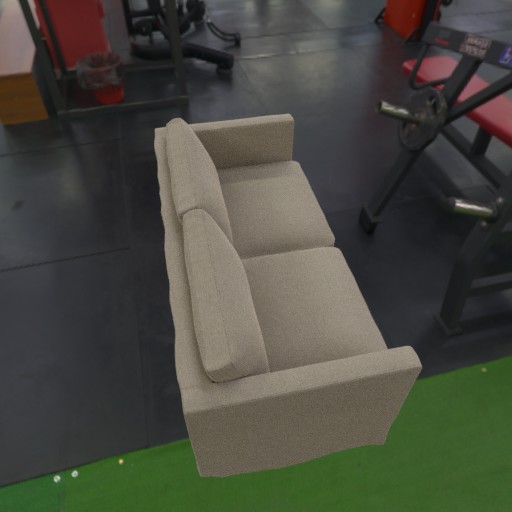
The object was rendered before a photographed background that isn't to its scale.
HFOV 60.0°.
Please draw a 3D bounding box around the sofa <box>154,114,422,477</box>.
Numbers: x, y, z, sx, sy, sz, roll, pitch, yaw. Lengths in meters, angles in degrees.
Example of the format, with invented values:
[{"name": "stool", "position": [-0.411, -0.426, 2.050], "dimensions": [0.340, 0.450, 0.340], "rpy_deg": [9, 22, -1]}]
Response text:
[{"name": "sofa", "position": [0.000, 0.000, 2.480], "dimensions": [0.956, 0.847, 1.987], "rpy_deg": [-9, 47, -8]}]
